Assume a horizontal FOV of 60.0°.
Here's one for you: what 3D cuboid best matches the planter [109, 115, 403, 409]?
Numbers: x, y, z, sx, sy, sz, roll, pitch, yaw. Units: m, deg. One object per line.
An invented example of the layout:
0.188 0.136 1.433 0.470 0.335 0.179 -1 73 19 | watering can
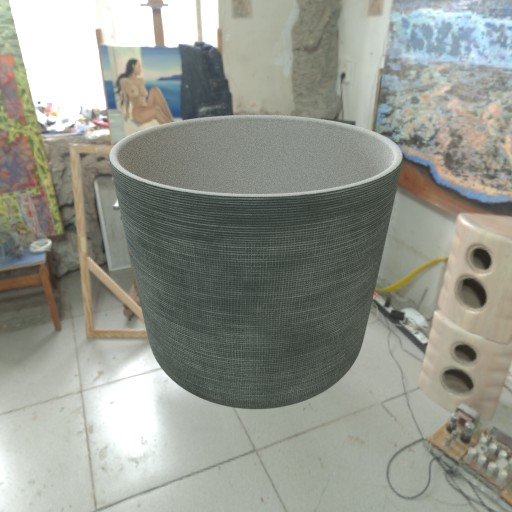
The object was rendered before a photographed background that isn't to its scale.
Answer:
0.000 0.000 0.787 0.440 0.398 0.440 0 29 0 | planter
